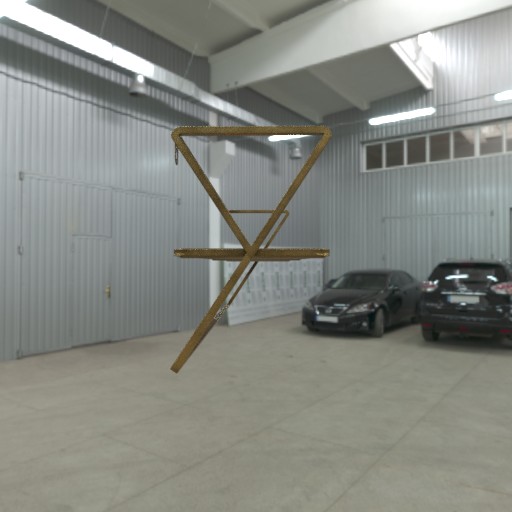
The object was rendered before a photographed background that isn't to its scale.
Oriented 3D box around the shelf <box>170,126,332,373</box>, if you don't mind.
[{"bbox_3d":[0.000,0.000,0.731,0.150,0.229,0.645,0,-1,1],"label":"shelf"}]
